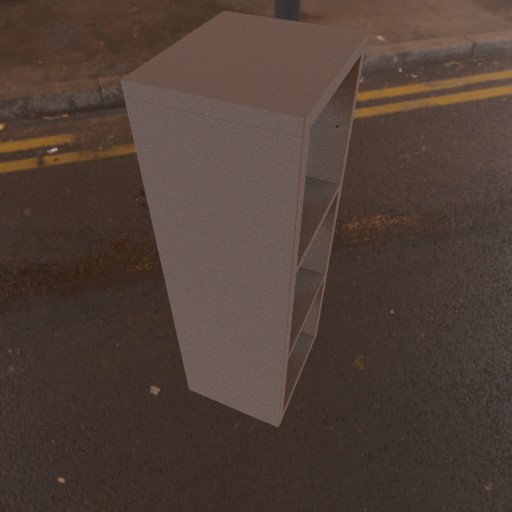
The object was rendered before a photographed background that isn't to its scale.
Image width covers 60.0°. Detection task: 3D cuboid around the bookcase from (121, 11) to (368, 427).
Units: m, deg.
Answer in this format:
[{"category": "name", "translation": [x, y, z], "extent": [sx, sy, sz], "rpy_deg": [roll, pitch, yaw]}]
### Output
[{"category": "bookcase", "translation": [0.000, 0.000, 1.213], "extent": [0.330, 1.080, 0.390], "rpy_deg": [17, 48, 16]}]
